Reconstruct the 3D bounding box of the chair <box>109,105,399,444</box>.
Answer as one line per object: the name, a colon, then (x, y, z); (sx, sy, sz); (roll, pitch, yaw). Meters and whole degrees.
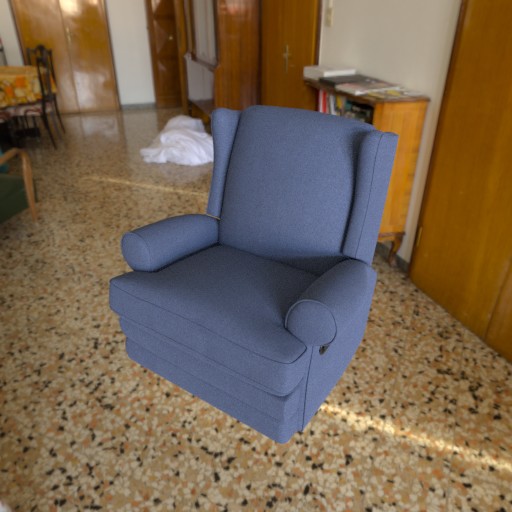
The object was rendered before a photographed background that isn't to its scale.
chair: (0.000, 0.000, 1.779); (0.971, 1.020, 0.877); (19, 35, 29)
